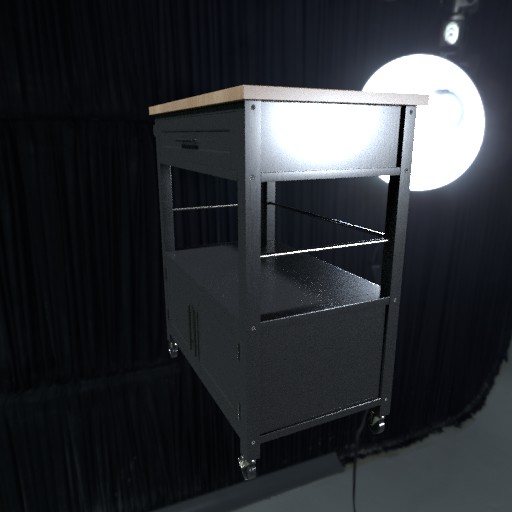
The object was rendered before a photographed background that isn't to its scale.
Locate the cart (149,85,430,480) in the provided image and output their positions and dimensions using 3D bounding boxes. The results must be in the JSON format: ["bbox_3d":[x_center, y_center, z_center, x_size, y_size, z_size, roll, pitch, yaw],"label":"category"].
[{"bbox_3d":[0.000,0.000,1.377,0.459,0.901,0.840,-7,17,-25],"label":"cart"}]
